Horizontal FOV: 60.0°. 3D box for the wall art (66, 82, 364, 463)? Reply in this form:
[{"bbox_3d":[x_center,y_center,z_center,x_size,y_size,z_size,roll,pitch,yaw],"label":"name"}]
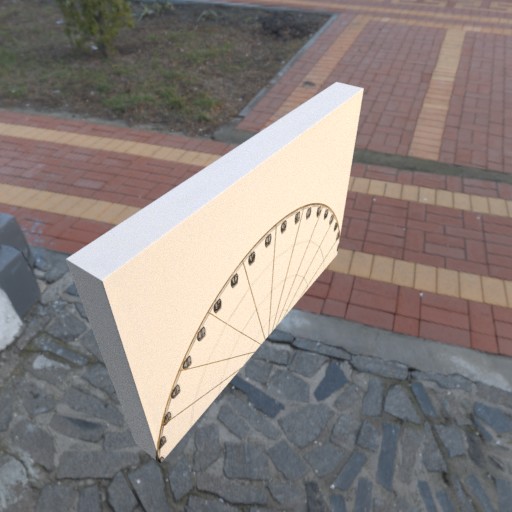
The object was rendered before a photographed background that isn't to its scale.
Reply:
[{"bbox_3d":[0.000,0.000,0.483,0.039,0.254,0.384,25,47,26],"label":"wall art"}]
